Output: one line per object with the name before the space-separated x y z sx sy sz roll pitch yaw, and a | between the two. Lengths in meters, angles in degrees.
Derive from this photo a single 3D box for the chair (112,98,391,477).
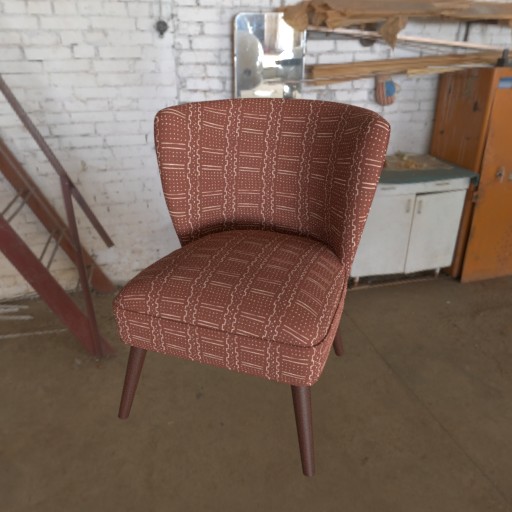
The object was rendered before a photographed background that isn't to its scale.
chair | 0.000 0.000 1.383 0.706 0.866 0.758 9 27 18
